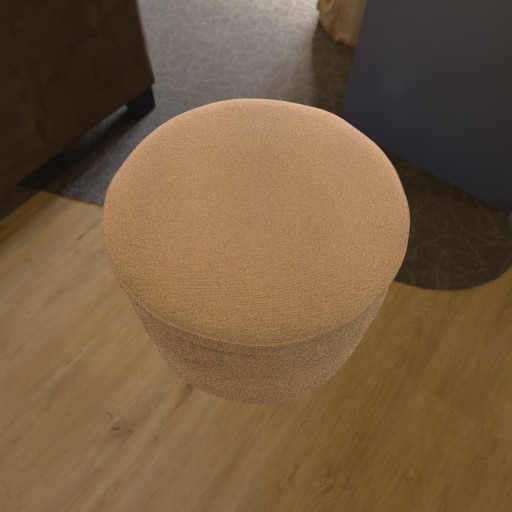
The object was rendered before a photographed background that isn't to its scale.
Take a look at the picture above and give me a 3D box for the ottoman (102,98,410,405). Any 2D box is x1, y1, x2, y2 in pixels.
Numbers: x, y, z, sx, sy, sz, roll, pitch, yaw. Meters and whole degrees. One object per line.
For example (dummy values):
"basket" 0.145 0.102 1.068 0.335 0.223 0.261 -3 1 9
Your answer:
"ottoman" 0.000 0.000 0.863 0.497 0.409 0.497 0 59 0
